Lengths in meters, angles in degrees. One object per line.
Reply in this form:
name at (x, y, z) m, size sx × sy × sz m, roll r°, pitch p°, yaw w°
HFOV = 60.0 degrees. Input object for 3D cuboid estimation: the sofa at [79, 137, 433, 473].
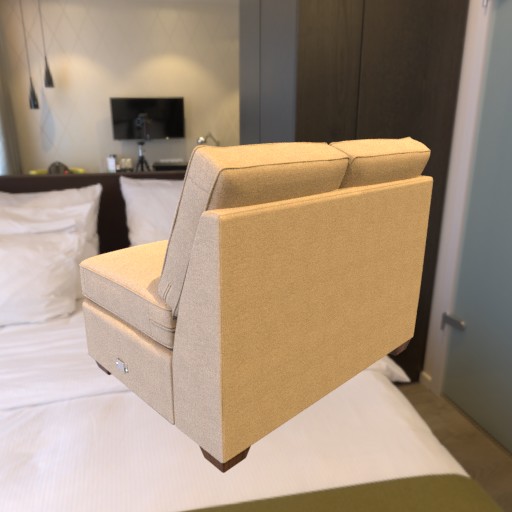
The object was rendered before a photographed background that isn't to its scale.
sofa at (0.000, 0.000, 1.953) m, size 1.232 × 1.006 × 0.978 m, roll -16°, pitch 23°, yaw -42°
